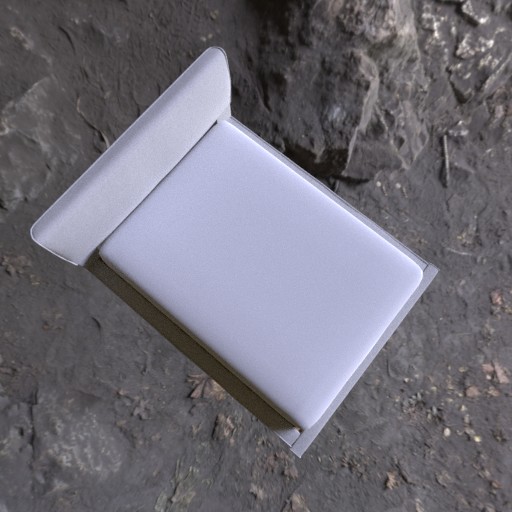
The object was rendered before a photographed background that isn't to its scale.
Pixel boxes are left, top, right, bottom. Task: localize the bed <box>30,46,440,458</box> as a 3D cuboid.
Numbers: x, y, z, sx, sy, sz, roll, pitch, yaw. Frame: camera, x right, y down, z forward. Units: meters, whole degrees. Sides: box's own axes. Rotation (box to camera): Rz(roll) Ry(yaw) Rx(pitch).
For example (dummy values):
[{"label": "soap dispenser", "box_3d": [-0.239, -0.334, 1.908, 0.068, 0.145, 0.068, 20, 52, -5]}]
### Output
[{"label": "bed", "box_3d": [0.000, 0.000, 3.305, 2.368, 1.067, 1.840, 39, 79, 9]}]
